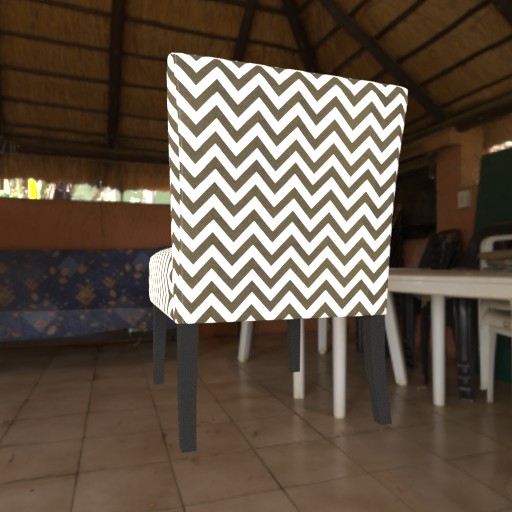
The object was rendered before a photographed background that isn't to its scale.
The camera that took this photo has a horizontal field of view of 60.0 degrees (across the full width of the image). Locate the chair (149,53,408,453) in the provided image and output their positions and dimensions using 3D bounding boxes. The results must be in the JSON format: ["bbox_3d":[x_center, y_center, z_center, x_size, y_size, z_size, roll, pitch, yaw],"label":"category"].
[{"bbox_3d":[0.000,0.000,1.288,0.589,0.838,0.648,0,-1,-19],"label":"chair"}]
